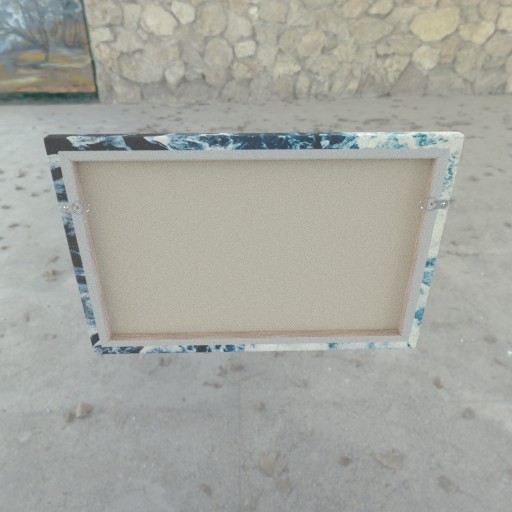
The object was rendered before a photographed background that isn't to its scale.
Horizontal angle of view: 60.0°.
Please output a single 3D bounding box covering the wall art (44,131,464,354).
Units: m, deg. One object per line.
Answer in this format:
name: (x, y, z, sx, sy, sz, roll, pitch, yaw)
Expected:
wall art: (0.000, 0.000, 1.868, 1.524, 1.017, 0.055, -1, 30, -1)
